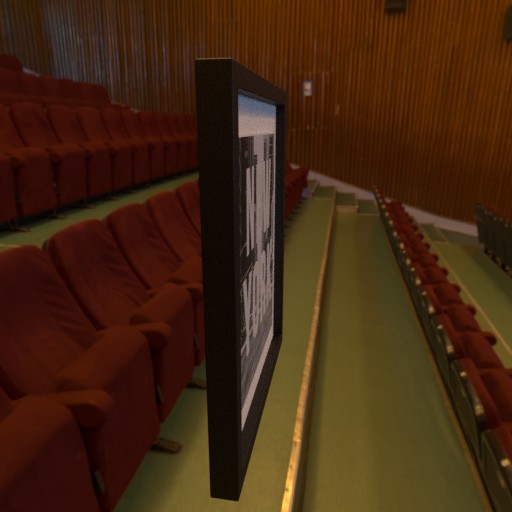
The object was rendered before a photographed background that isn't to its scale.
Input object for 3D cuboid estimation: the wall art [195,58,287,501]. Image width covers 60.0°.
[{"bbox_3d":[0.000,0.000,0.516,0.028,0.381,0.328,3,17,10],"label":"wall art"}]
